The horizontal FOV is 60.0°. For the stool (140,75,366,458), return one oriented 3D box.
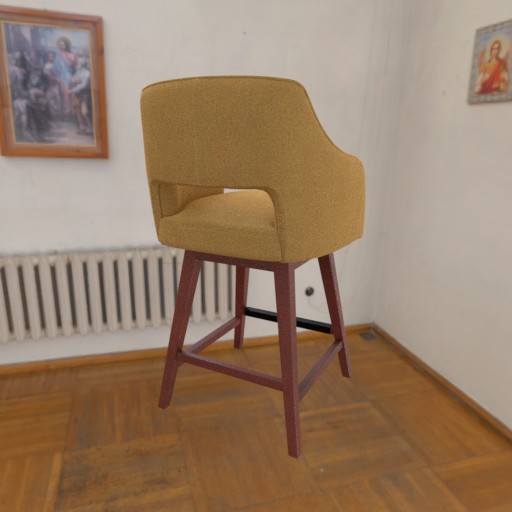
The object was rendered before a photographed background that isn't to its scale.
[{"bbox_3d":[0.000,0.000,1.292,0.548,0.924,0.558,8,18,28],"label":"stool"}]
